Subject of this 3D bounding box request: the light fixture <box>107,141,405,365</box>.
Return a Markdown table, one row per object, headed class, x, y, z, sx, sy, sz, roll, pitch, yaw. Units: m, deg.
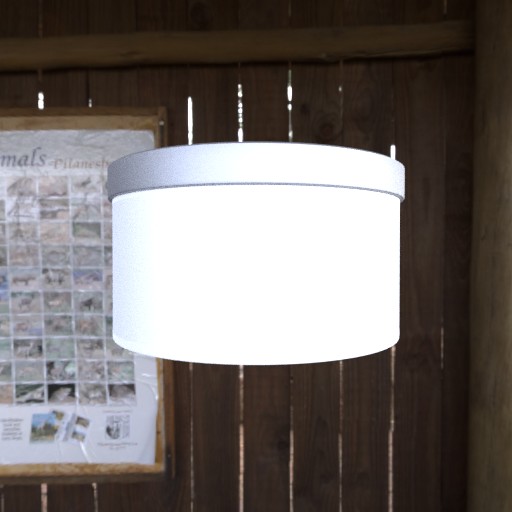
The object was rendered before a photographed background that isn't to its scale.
| class | x | y | z | sx | sy | sz | roll | pitch | yaw |
| --- | --- | --- | --- | --- | --- | --- | --- | --- | --- |
| light fixture | 0.000 | 0.000 | 0.620 | 0.393 | 0.229 | 0.393 | 0 | 1 | 0 |
